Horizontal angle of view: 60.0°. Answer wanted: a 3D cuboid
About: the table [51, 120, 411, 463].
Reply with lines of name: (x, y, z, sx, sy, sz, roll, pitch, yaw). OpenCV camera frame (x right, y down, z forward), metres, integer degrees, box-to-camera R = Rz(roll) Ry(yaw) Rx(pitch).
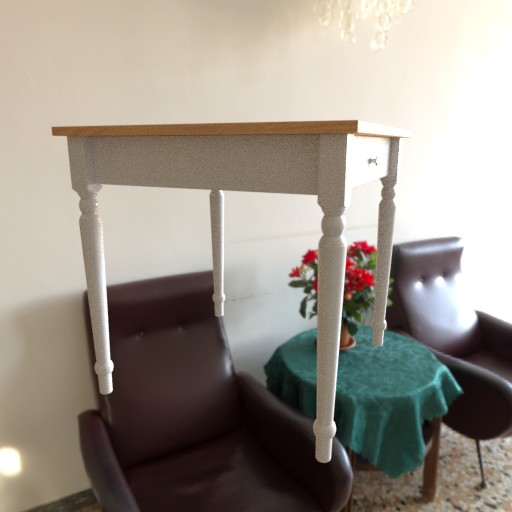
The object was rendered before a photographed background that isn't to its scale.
table: (0.000, 0.000, 1.338, 0.747, 0.738, 0.747, 7, 16, 25)
